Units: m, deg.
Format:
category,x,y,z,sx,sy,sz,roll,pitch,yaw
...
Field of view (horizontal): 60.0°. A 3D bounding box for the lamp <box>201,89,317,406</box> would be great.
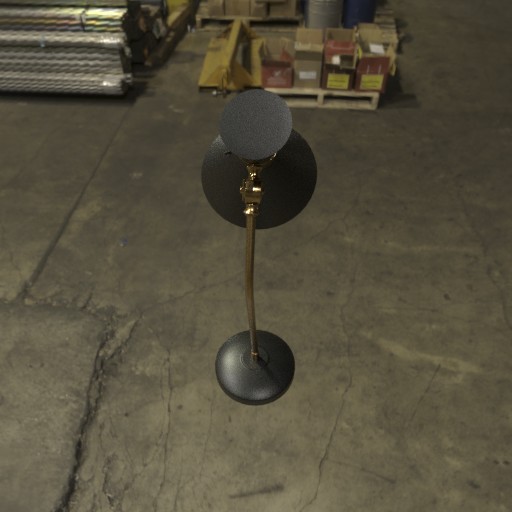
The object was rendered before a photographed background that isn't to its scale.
category,x,y,z,sx,sy,sz,roll,pitch,yaw
lamp,0.000,0.000,0.766,0.189,0.647,0.292,3,46,3
